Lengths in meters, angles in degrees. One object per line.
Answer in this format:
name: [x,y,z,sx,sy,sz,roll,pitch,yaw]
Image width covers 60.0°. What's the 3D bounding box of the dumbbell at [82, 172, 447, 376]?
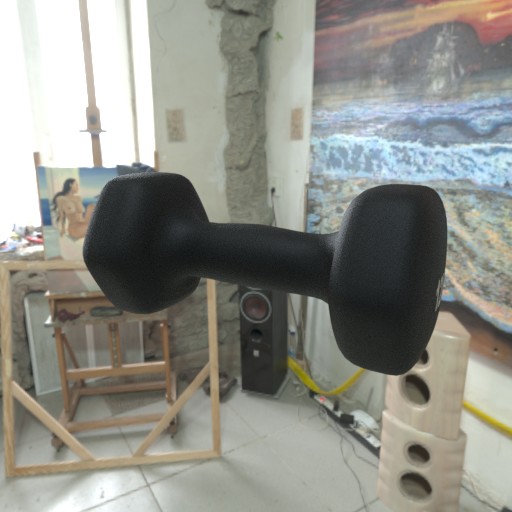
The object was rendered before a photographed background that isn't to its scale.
dumbbell: [0.000,0.000,0.294,0.231,0.101,0.112,8,17,28]
